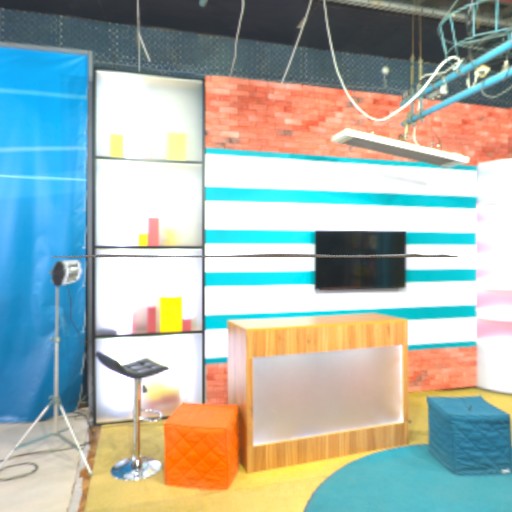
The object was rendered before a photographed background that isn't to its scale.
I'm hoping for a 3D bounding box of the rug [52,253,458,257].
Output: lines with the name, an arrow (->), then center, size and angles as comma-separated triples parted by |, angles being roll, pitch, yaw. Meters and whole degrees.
rug -> 0.000, 0.000, 4.492 | 3.333, 0.027, 2.428 | 0, 0, 35
